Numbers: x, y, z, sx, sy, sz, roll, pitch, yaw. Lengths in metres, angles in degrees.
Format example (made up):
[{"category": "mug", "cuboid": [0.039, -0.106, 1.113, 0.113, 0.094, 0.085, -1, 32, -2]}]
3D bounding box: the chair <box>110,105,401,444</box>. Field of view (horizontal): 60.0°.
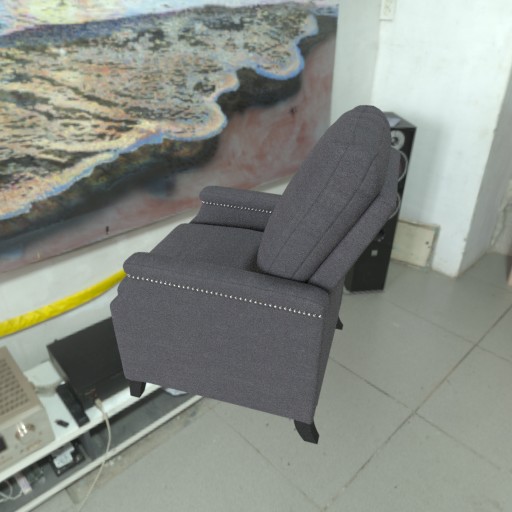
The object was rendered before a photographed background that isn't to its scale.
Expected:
[{"category": "chair", "cuboid": [0.000, 0.000, 1.669, 0.922, 1.049, 0.710, 9, 32, 15]}]
